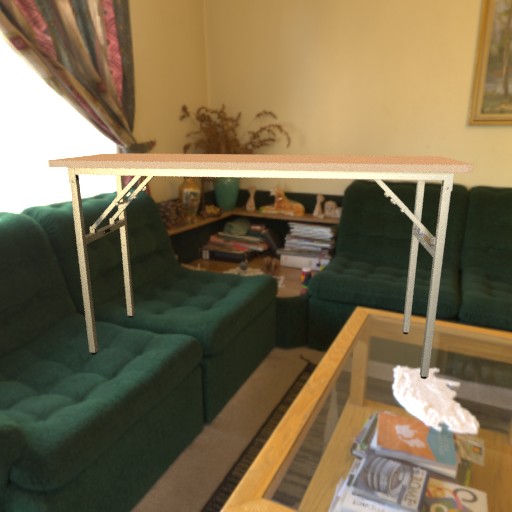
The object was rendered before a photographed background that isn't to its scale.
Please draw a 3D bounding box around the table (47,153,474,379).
[{"bbox_3d":[0.000,0.000,1.733,1.397,0.750,0.446,2,16,8],"label":"table"}]
